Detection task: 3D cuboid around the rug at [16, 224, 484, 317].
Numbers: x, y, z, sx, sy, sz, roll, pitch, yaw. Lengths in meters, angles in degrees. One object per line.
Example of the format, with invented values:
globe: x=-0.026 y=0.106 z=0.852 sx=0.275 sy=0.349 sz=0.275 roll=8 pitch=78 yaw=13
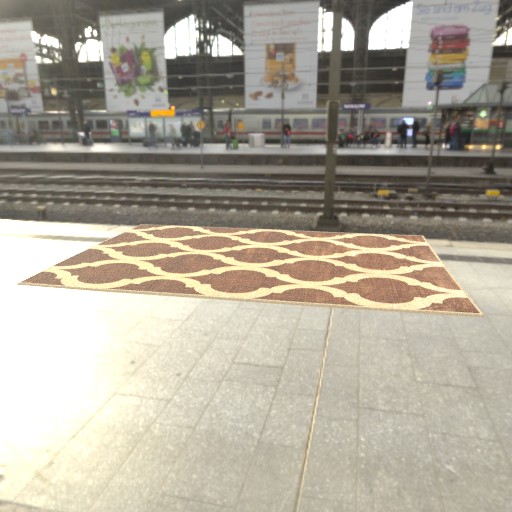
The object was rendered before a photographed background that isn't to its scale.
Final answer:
rug: x=0.000 y=0.000 z=2.828 sx=2.290 sy=0.014 sz=1.526 roll=3 pitch=16 yaw=10
